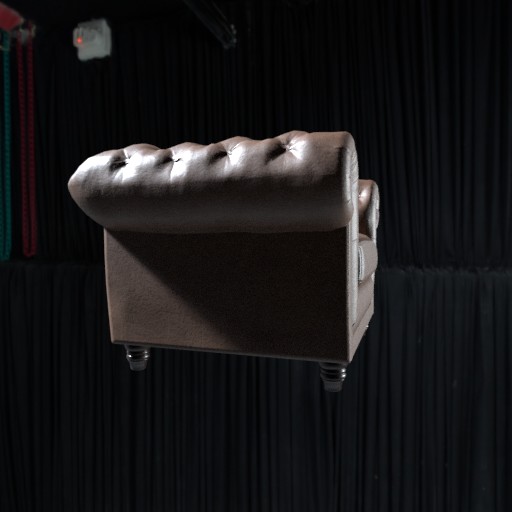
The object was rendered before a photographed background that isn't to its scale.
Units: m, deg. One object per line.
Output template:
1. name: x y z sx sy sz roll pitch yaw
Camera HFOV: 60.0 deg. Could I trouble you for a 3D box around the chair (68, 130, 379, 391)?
1. chair: 0.000 0.000 1.873 0.954 0.784 1.298 1 2 19
